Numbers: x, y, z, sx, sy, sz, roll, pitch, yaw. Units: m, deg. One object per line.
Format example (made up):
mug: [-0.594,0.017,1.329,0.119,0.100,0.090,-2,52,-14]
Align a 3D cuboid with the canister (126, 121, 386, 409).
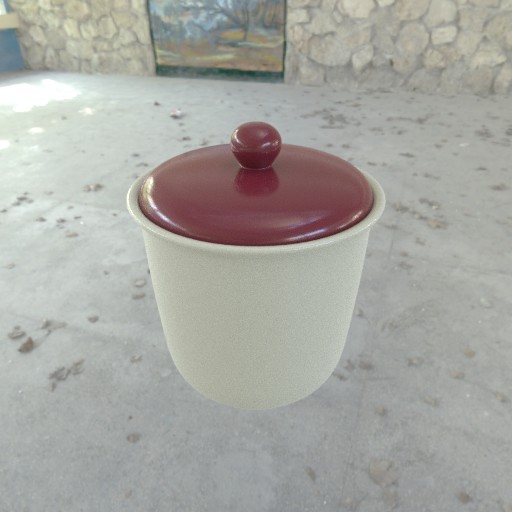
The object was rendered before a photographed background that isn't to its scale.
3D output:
canister: [0.000,0.000,0.350,0.182,0.208,0.182,0,31,0]
